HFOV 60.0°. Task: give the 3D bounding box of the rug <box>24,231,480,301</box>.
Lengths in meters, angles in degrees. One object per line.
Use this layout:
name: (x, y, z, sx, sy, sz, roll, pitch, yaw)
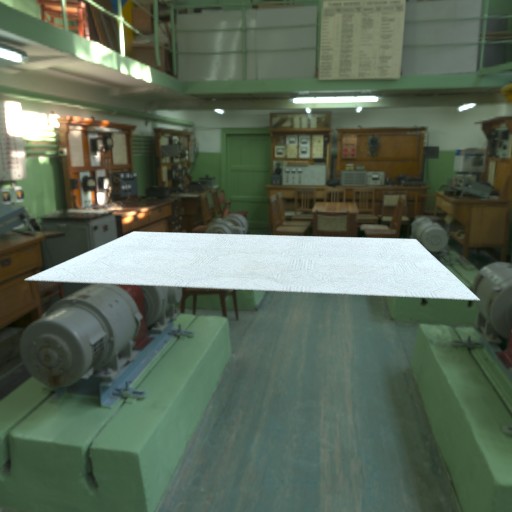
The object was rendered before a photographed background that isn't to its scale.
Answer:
rug: (0.000, 0.000, 3.075, 2.440, 0.008, 1.524, 2, 14, 8)
